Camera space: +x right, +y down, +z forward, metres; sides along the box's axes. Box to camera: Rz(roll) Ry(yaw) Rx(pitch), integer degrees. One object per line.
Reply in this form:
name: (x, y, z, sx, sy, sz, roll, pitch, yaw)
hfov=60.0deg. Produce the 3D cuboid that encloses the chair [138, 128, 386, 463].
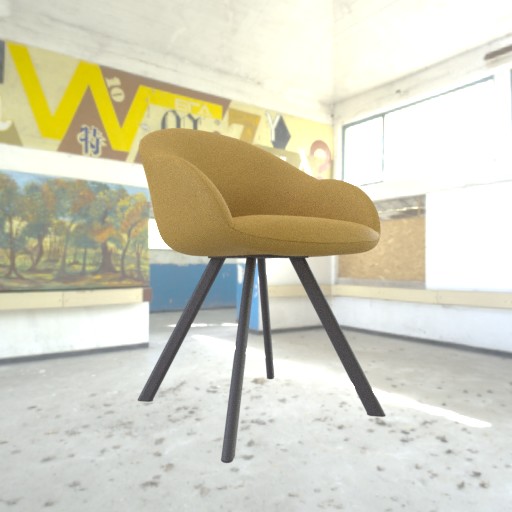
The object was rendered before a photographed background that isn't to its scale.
chair: (0.000, 0.000, 1.165, 0.551, 0.793, 0.583, 1, -1, -35)
